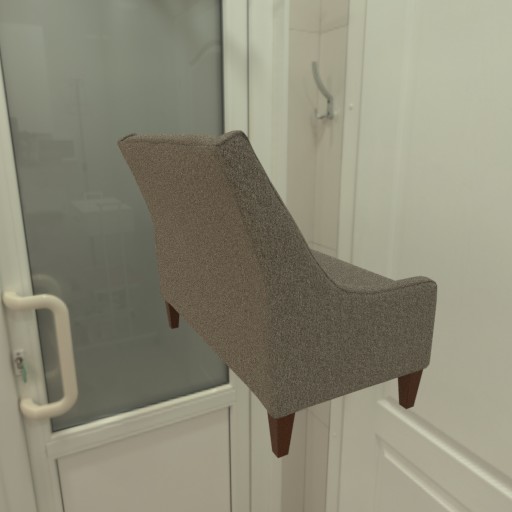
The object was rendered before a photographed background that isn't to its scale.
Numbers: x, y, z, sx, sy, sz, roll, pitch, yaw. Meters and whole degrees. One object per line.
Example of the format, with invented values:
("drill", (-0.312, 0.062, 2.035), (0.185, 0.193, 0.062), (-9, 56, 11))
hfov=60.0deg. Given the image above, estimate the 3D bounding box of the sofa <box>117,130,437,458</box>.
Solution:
("sofa", (0.000, 0.000, 1.907), (0.862, 1.026, 1.242), (-8, 17, -27))
